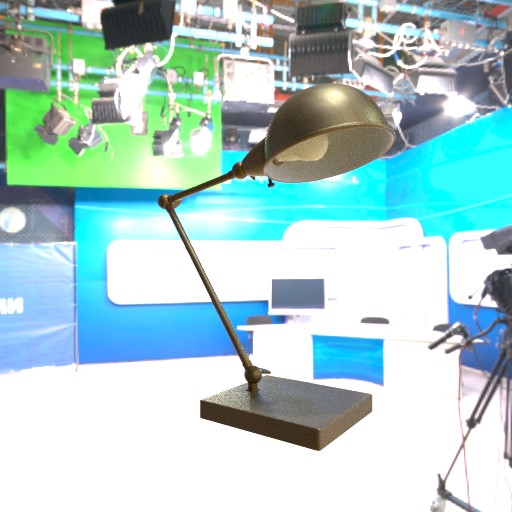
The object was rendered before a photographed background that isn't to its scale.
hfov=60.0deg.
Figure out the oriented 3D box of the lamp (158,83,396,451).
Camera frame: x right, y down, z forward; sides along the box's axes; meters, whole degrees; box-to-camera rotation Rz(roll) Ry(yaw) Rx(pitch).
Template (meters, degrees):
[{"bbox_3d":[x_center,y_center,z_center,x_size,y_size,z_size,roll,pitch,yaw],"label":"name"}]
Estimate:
[{"bbox_3d":[0.000,0.000,0.547,0.339,0.371,0.149,0,-1,36],"label":"lamp"}]
